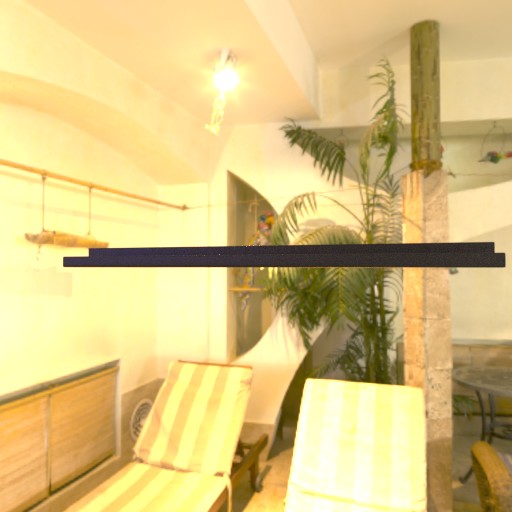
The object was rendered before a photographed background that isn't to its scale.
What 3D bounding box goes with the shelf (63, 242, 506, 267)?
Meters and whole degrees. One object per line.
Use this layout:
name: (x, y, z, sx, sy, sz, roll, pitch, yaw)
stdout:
shelf: (0.000, 0.000, 0.942, 0.924, 0.049, 0.092, 0, -1, 18)
